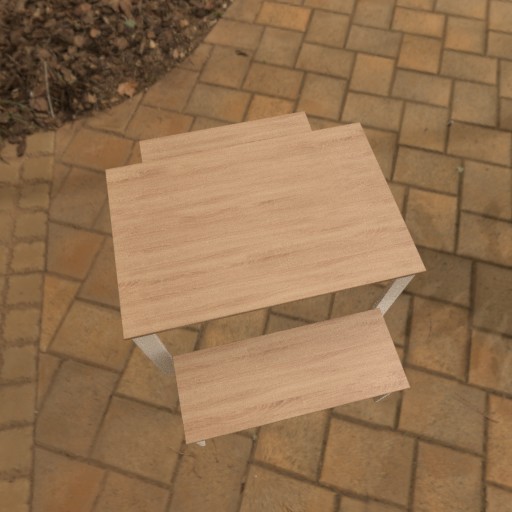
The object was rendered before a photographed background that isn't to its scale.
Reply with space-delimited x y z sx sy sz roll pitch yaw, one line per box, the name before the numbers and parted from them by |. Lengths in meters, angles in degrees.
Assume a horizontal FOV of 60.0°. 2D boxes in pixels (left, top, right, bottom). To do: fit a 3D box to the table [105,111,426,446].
table | 0.000 0.000 2.031 1.100 0.700 1.443 -12 64 -6
